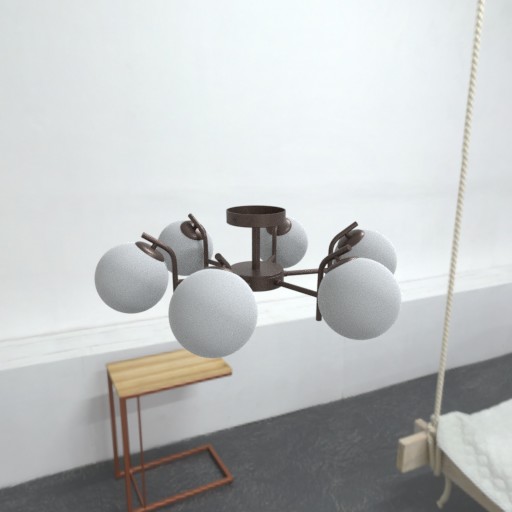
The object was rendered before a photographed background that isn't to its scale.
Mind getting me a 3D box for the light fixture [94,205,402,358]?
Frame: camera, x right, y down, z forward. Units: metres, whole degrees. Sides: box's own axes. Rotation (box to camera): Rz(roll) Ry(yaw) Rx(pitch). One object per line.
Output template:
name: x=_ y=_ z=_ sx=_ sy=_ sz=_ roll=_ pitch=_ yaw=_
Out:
light fixture: x=0.000 y=0.000 z=0.955 sx=0.662 sy=0.201 sz=0.662 roll=0 pitch=15 yaw=0
